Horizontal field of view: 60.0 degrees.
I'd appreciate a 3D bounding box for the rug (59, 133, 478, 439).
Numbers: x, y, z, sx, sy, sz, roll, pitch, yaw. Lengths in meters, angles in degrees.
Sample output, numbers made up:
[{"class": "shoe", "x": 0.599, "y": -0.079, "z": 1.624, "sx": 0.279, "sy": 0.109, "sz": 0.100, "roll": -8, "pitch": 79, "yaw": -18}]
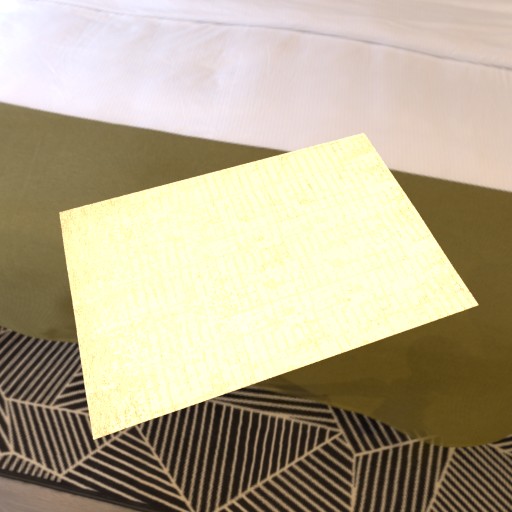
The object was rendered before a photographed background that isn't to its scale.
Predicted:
[{"class": "rug", "x": 0.000, "y": 0.000, "z": 2.252, "sx": 1.827, "sy": 0.007, "sz": 1.211, "roll": -17, "pitch": 61, "yaw": -10}]
